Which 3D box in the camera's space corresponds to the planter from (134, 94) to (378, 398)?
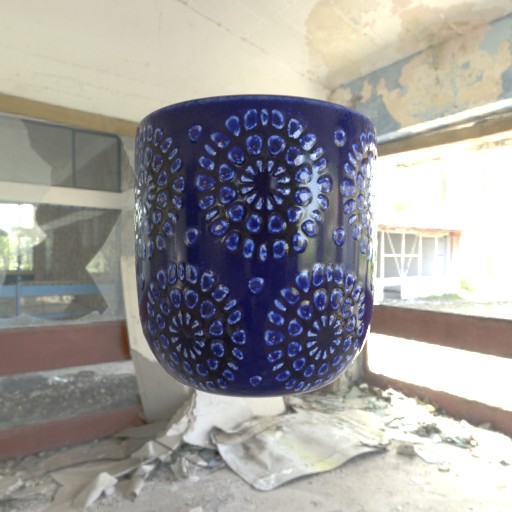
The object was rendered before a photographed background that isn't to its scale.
[{"bbox_3d":[0.000,0.000,0.206,0.109,0.112,0.109,0,-1,0],"label":"planter"}]
